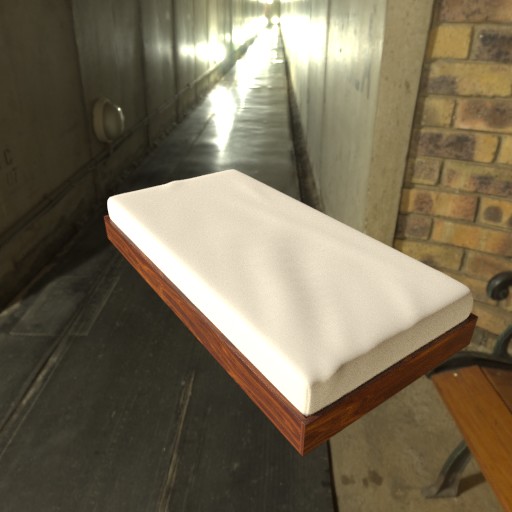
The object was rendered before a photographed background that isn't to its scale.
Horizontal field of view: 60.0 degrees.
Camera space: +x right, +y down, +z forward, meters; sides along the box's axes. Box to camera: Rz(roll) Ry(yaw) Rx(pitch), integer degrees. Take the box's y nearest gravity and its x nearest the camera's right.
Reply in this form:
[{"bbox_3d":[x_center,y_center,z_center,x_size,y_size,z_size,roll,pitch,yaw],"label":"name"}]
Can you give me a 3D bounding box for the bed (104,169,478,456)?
[{"bbox_3d":[0.000,0.000,2.253,0.940,0.312,1.860,-20,35,-30],"label":"bed"}]
